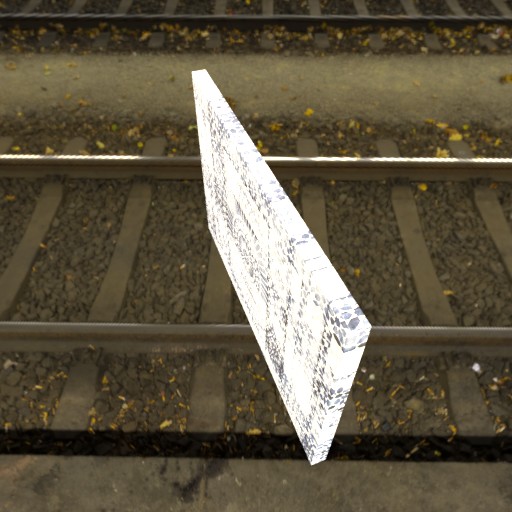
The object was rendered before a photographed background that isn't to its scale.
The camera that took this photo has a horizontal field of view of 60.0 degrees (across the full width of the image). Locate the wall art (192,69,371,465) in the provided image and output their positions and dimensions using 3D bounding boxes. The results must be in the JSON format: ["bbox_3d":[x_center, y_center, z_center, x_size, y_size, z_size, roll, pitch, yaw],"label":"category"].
[{"bbox_3d":[0.000,0.000,0.786,0.030,0.406,0.608,-15,50,-14],"label":"wall art"}]
